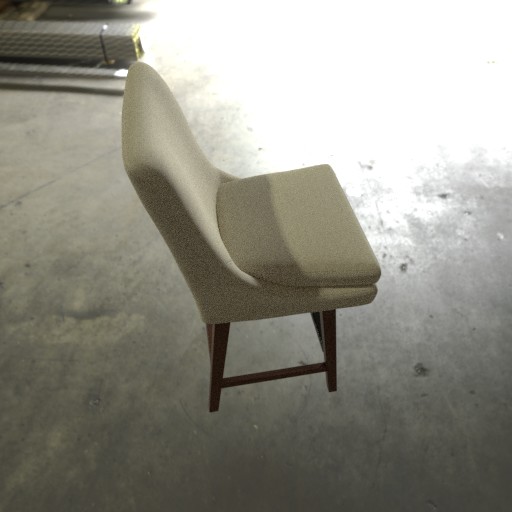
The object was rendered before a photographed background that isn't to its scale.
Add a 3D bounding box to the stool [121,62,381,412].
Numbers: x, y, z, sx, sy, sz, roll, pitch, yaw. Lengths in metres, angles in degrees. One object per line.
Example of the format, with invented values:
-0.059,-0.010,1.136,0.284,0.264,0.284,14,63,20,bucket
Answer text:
0.000,0.000,1.286,0.559,0.991,0.483,-7,47,-7,stool
